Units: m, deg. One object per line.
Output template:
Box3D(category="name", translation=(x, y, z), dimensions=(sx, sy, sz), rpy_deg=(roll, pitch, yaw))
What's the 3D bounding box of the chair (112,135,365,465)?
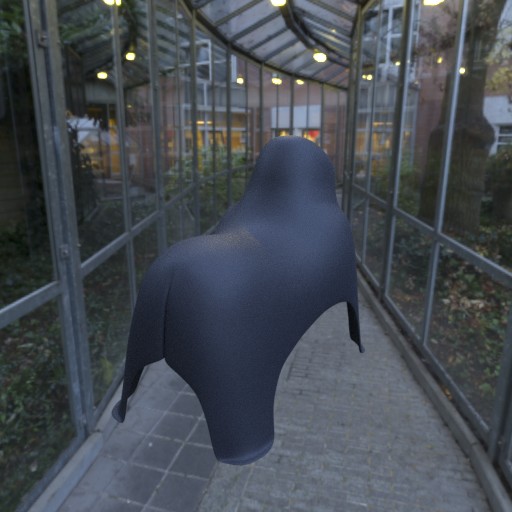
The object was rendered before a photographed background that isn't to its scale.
Box3D(category="chair", translation=(0.000, 0.000, 1.134), dimensions=(0.490, 0.600, 0.758), rpy_deg=(8, 16, 27))
